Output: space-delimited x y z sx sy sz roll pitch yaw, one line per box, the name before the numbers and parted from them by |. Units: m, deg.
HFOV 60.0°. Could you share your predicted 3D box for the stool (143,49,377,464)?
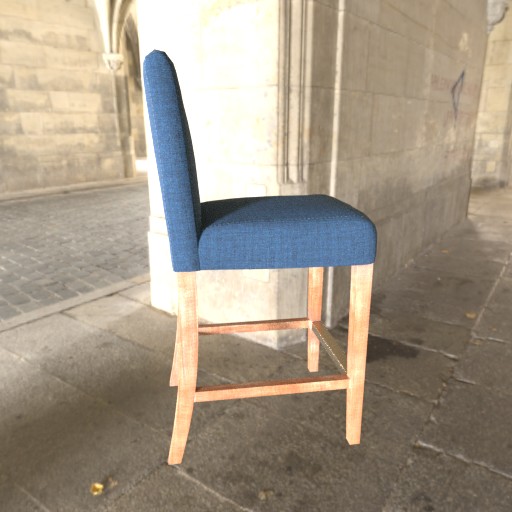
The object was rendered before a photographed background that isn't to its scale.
stool | 0.000 0.000 1.296 0.567 1.039 0.454 -3 17 -10
